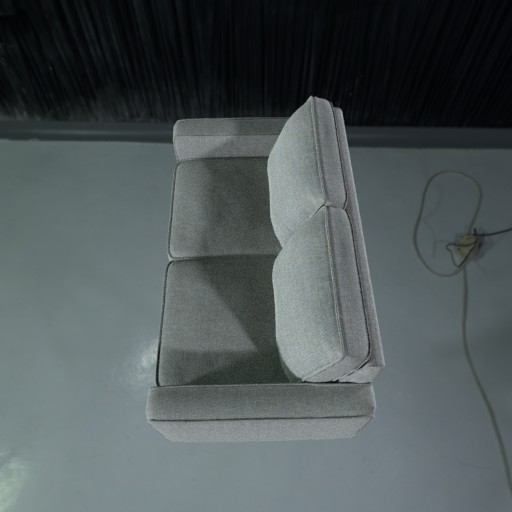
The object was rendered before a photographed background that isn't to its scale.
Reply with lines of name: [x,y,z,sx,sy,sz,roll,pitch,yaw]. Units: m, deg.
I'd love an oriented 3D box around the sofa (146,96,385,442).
sofa: [0.000,0.000,2.297,0.945,0.915,1.706,-1,60,-1]
